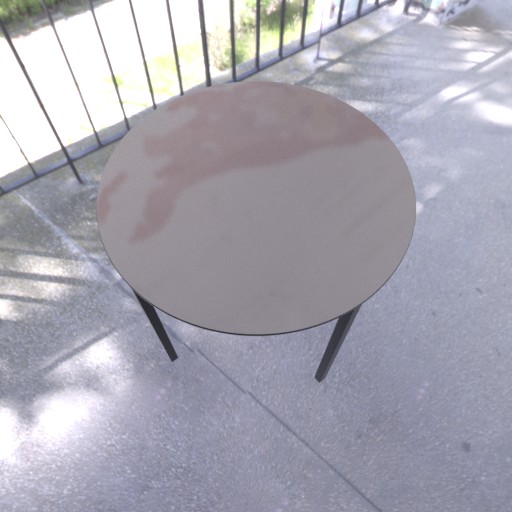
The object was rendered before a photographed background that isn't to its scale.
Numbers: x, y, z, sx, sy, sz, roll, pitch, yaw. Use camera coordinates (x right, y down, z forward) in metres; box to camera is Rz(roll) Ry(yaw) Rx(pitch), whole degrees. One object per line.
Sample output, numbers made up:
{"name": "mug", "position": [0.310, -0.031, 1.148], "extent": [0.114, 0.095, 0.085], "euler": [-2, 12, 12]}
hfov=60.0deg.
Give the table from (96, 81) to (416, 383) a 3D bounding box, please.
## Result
{"name": "table", "position": [0.000, 0.000, 0.892], "extent": [0.499, 0.443, 0.499], "euler": [0, 59, 0]}
